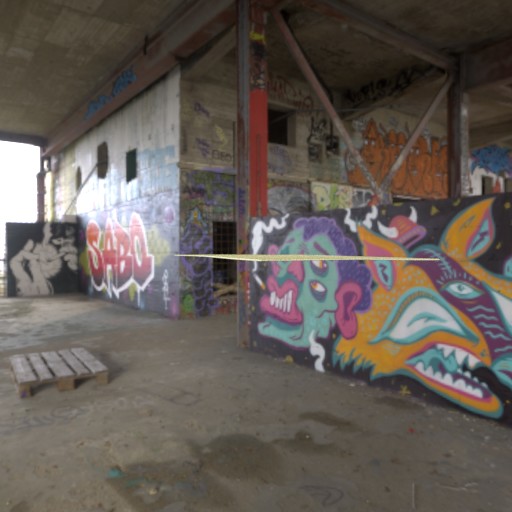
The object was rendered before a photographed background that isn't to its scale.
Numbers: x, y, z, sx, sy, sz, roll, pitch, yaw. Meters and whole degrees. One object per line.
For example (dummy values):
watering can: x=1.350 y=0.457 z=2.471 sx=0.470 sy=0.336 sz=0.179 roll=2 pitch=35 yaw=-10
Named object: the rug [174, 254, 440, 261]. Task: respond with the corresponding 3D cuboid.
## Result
rug: x=0.000 y=0.000 z=2.609 sx=0.686 sy=0.013 sz=2.340 roll=0 pitch=1 yaw=-17
